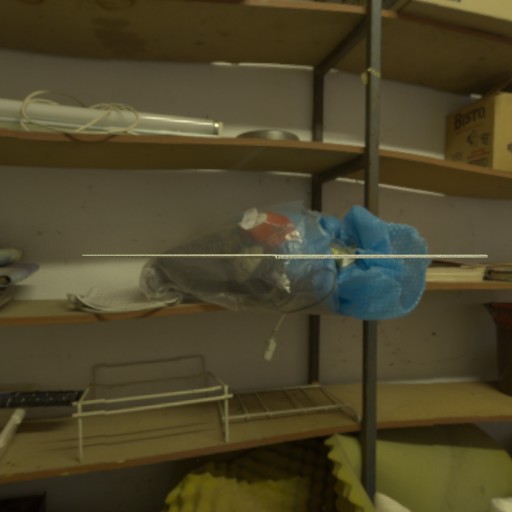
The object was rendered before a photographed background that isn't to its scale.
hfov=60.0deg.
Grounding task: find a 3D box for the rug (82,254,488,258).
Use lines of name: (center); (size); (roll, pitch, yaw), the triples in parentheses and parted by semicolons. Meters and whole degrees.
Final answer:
rug: (0.000, 0.000, 2.254); (1.217, 0.011, 1.747); (0, 0, -38)
